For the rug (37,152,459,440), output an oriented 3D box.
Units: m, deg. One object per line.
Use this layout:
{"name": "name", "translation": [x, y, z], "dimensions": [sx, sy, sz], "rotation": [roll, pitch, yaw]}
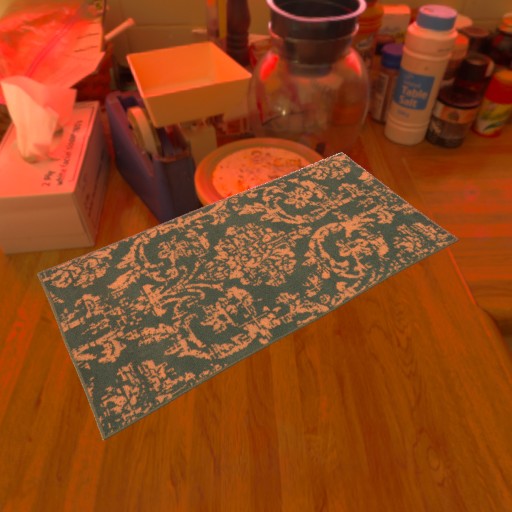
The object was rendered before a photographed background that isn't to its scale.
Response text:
{"name": "rug", "translation": [0.000, 0.000, 1.419], "dimensions": [1.219, 0.007, 0.604], "rotation": [-25, 52, -22]}
